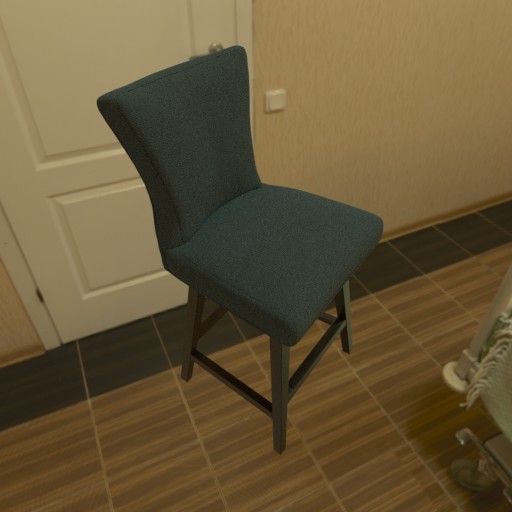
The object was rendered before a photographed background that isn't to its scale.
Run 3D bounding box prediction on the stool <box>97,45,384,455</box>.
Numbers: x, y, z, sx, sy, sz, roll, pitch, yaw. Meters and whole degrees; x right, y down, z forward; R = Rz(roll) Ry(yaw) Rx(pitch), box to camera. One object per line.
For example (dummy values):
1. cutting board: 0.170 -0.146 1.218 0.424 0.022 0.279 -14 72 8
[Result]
1. stool: 0.000 0.000 1.315 0.574 1.000 0.514 25 46 26
